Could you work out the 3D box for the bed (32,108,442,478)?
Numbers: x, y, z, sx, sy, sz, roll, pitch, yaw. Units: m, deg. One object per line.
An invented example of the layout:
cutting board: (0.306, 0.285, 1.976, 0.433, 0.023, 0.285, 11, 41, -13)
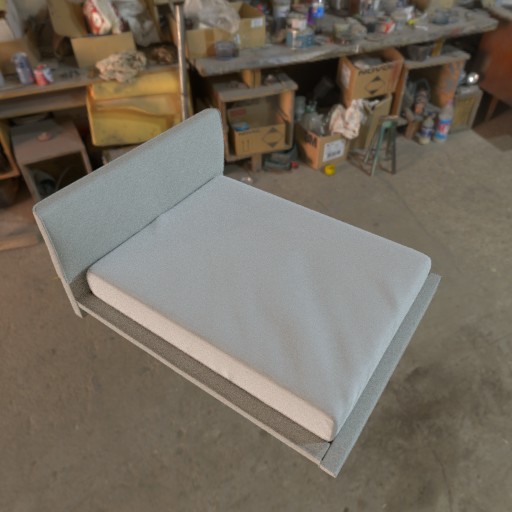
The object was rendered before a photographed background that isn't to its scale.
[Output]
bed: (0.000, 0.000, 3.469, 2.498, 1.126, 1.980, 25, 48, 25)
